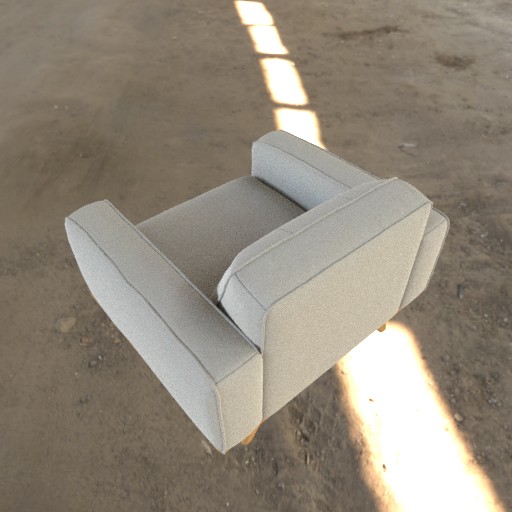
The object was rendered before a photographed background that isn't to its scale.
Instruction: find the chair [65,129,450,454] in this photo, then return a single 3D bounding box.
[{"bbox_3d":[0.000,0.000,1.735,1.115,0.779,0.953,-30,51,-28],"label":"chair"}]
